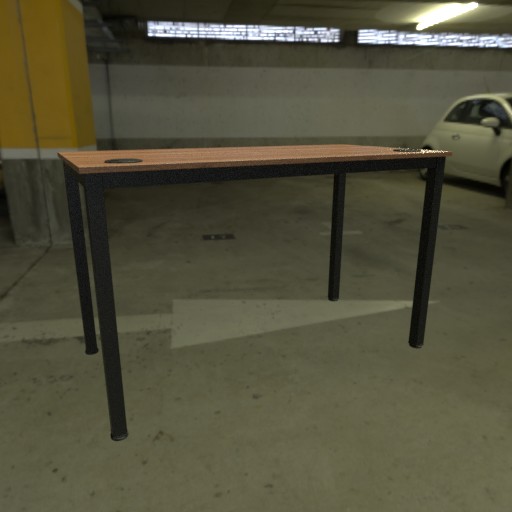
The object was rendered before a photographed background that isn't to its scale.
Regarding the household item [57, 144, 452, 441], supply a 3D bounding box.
[{"bbox_3d":[0.000,0.000,1.611,1.200,0.750,0.600,-8,19,-26],"label":"household item"}]
